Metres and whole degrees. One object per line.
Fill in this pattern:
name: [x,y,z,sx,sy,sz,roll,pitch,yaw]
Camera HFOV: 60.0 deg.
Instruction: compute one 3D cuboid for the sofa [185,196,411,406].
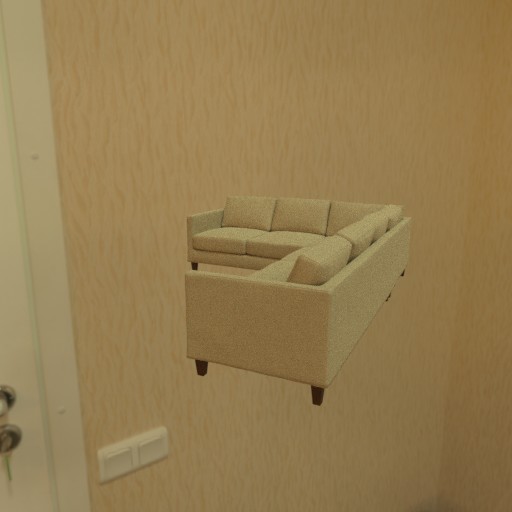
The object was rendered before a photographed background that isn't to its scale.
sofa: [0.000,0.000,4.247,2.432,0.863,3.182,6,14,26]
